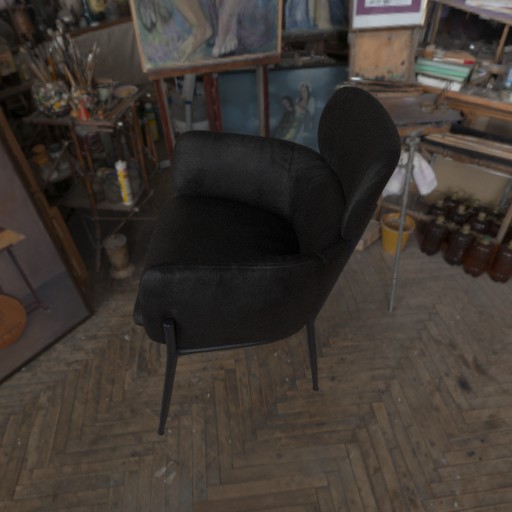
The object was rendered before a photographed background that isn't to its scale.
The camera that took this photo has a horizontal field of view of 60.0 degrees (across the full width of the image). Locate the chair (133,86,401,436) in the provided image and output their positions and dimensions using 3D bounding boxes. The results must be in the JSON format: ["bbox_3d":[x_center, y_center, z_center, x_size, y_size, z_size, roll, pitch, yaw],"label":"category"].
[{"bbox_3d":[0.000,0.000,1.235,0.604,0.818,0.640,-1,41,-1],"label":"chair"}]
